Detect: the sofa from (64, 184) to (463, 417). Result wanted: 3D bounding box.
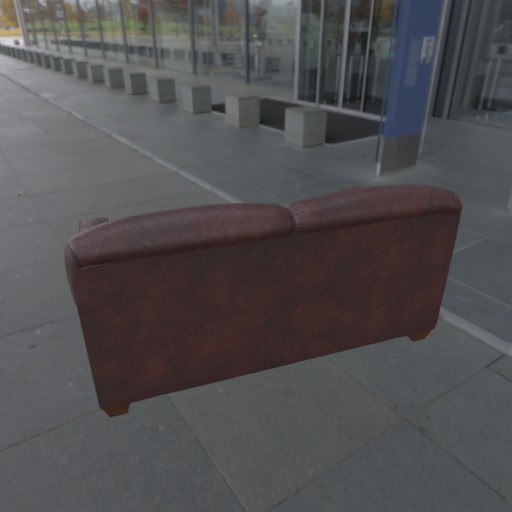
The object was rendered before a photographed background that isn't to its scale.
[{"bbox_3d":[0.000,0.000,2.477,1.856,0.966,1.000,-9,29,-17],"label":"sofa"}]
